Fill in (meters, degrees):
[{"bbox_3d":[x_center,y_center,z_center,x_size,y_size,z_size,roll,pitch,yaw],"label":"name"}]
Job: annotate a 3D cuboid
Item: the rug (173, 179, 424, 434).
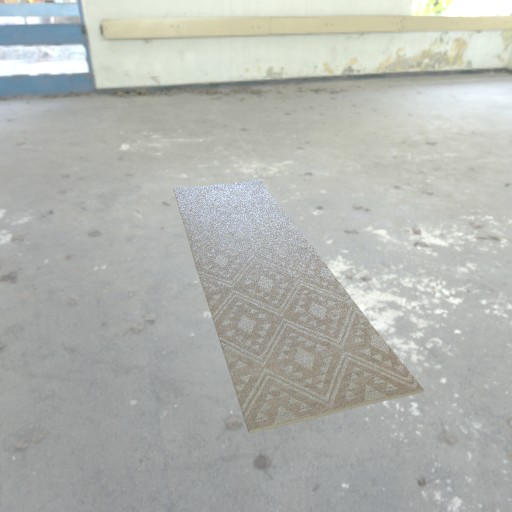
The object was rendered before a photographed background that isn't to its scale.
[{"bbox_3d":[0.000,0.000,2.744,0.752,0.051,2.452,-8,32,-13],"label":"rug"}]
